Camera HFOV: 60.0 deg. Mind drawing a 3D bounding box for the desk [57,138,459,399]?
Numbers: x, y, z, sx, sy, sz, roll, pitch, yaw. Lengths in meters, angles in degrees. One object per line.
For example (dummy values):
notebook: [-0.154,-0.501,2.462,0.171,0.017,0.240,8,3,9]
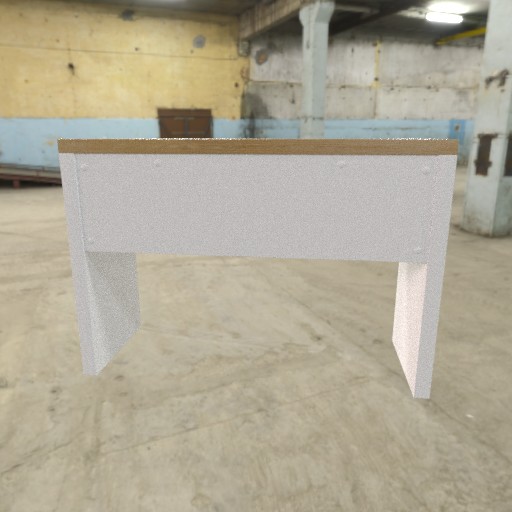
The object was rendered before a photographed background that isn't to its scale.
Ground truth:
desk: [0.000,0.000,1.488,1.100,0.760,0.390,2,15,7]
